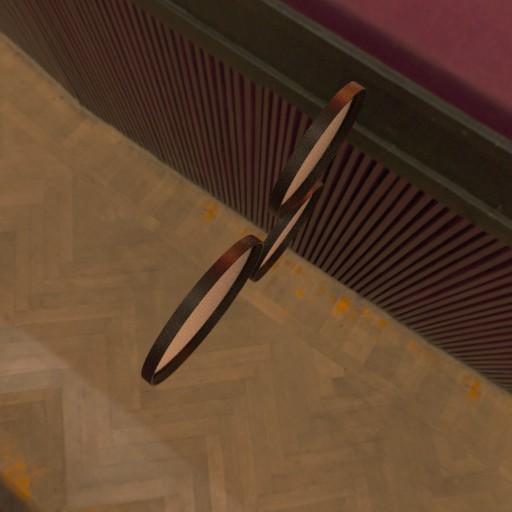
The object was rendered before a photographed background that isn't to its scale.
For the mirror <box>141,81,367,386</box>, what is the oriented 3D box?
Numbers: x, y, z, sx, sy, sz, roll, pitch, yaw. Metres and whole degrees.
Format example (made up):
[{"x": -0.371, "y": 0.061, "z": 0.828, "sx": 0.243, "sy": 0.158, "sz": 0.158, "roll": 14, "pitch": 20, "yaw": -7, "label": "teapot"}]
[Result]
[{"x": 0.000, "y": 0.000, "z": 3.178, "sx": 0.076, "sy": 2.096, "sz": 2.160, "roll": 36, "pitch": 79, "yaw": 8, "label": "mirror"}]
